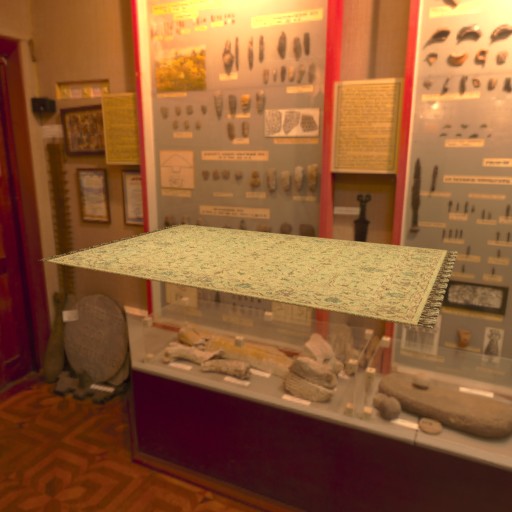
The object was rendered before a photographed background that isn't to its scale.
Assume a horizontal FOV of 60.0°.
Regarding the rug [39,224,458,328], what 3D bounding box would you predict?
[{"bbox_3d":[0.000,0.000,3.024,2.435,0.010,1.544,7,16,26],"label":"rug"}]
